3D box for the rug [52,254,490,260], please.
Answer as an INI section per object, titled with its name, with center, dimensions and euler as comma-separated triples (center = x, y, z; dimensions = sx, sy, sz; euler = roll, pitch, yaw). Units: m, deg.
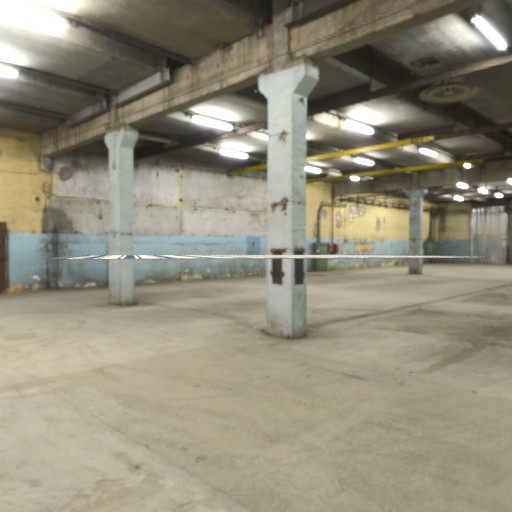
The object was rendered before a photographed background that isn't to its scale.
[rug]
center = 0.000, 0.000, 4.417
dimensions = 3.416, 0.016, 2.471
euler = 0, 1, -16
